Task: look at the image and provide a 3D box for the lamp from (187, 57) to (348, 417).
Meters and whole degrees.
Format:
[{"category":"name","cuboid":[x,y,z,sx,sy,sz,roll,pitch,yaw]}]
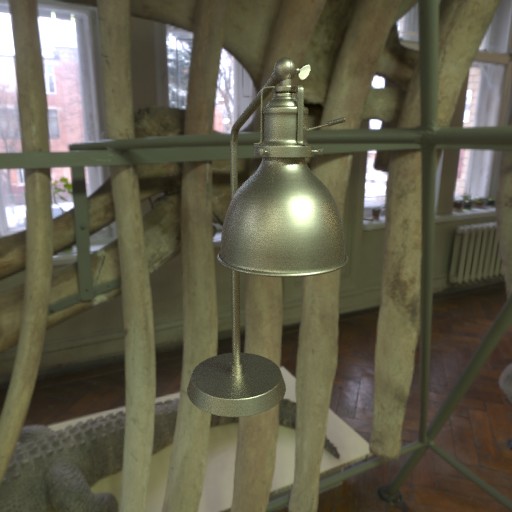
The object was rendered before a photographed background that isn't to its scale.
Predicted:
[{"category":"lamp","cuboid":[0.000,0.000,0.574,0.153,0.456,0.286,-8,17,-26]}]
